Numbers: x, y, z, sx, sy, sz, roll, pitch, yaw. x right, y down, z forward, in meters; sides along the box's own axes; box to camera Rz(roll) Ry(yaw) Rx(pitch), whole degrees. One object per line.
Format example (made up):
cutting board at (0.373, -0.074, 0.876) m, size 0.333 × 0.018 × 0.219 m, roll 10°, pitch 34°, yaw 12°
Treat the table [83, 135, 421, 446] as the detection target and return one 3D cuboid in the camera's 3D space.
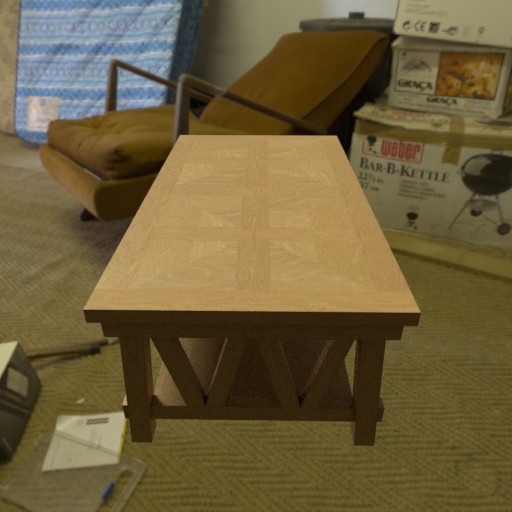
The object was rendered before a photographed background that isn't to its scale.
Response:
table at (0.000, 0.000, 1.605) m, size 0.711 × 0.507 × 1.270 m, roll 0°, pitch 32°, yaw 1°
